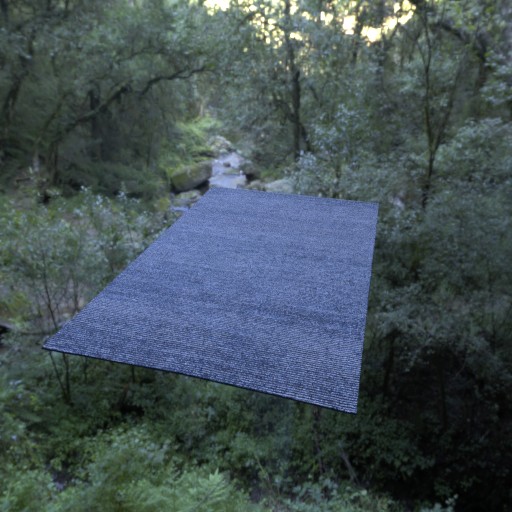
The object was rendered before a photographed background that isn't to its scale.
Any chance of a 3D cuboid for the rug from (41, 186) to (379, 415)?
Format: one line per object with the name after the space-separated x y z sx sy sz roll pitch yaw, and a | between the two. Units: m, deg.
0.000 0.000 2.265 1.159 0.025 1.793 8 30 14 | rug
